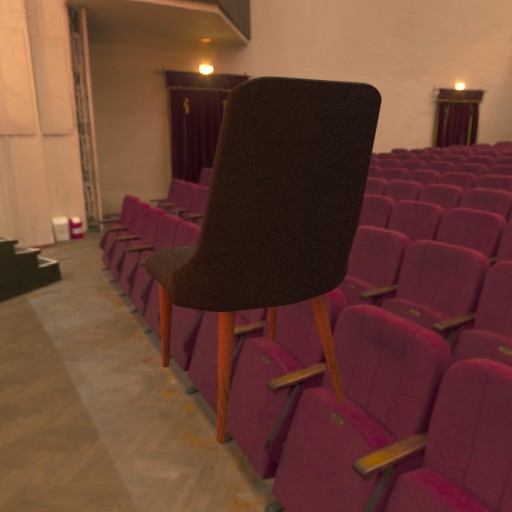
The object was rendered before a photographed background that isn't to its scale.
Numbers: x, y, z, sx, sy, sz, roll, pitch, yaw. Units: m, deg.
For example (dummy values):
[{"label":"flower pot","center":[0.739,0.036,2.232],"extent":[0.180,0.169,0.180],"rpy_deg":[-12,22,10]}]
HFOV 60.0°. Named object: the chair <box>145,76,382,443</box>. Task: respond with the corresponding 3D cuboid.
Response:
[{"label":"chair","center":[0.000,0.000,1.173],"extent":[0.504,0.820,0.567],"rpy_deg":[-8,17,-27]}]
